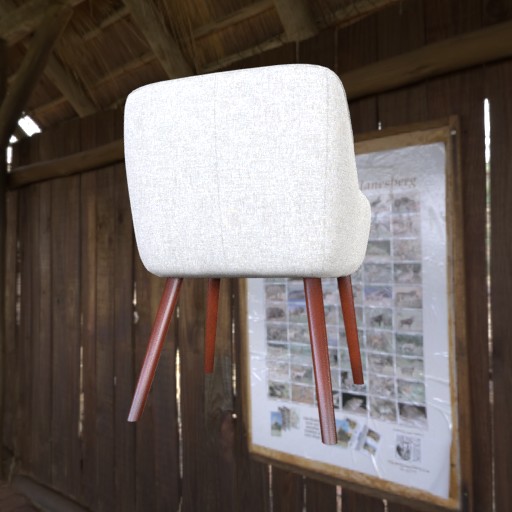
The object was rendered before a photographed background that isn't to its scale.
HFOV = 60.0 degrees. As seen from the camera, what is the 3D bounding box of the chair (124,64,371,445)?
[{"bbox_3d":[0.000,0.000,1.260,0.610,0.813,0.610,0,-2,17],"label":"chair"}]
